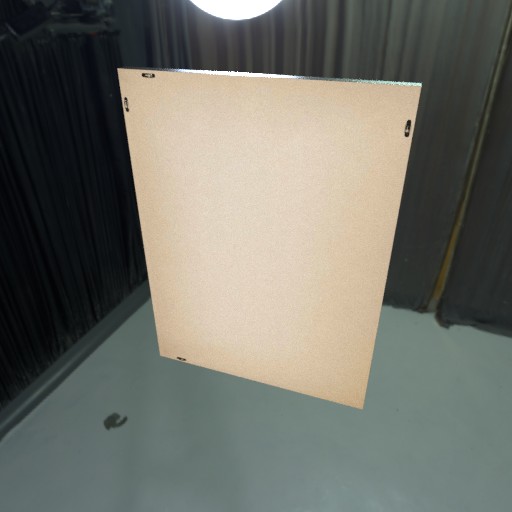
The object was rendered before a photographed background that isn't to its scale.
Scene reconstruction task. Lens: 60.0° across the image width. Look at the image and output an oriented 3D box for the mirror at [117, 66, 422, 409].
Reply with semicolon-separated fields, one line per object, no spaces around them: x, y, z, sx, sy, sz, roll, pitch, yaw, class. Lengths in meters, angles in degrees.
0.000;0.000;1.329;0.762;1.016;0.041;10;32;17;mirror
